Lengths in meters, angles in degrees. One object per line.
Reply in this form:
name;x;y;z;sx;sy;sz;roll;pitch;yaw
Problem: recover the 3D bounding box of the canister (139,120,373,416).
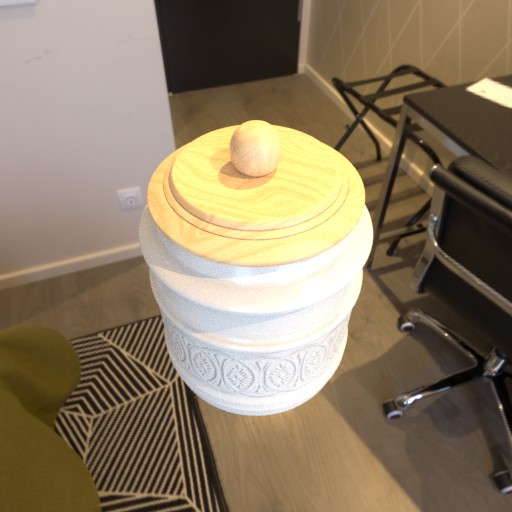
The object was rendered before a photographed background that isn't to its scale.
canister;0.000;0.000;0.270;0.130;0.176;0.130;0;46;0
